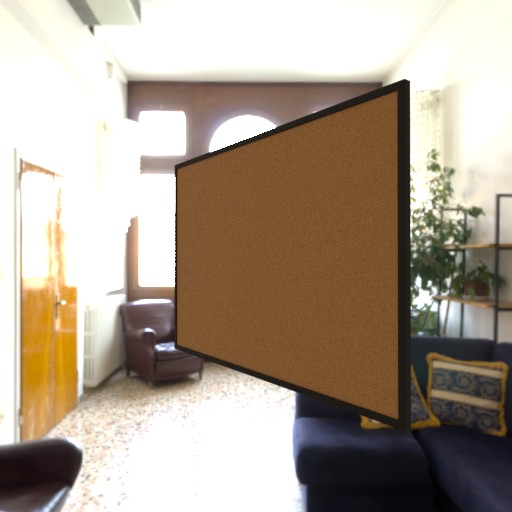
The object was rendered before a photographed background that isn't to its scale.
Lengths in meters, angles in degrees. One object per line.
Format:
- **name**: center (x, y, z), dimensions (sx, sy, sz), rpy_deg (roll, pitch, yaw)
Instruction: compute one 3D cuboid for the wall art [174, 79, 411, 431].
- **wall art**: center (0.000, 0.000, 0.846), dimensions (0.013, 0.458, 0.664), rpy_deg (0, -1, -37)
